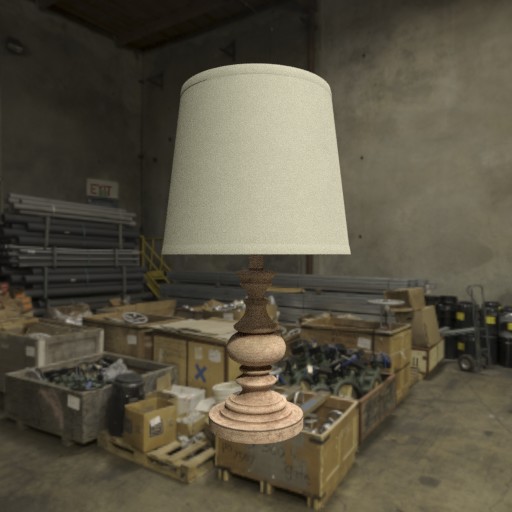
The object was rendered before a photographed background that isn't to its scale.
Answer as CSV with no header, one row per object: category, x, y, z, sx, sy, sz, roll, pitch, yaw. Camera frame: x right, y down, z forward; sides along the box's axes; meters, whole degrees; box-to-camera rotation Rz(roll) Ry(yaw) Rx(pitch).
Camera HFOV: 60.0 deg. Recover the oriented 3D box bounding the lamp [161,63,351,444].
lamp,0.000,0.000,0.653,0.273,0.497,0.273,0,0,0
